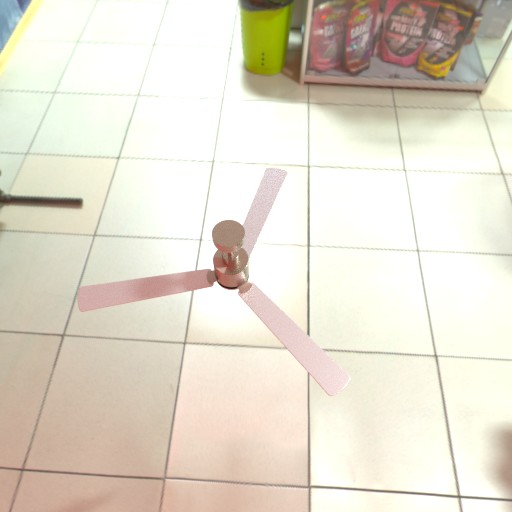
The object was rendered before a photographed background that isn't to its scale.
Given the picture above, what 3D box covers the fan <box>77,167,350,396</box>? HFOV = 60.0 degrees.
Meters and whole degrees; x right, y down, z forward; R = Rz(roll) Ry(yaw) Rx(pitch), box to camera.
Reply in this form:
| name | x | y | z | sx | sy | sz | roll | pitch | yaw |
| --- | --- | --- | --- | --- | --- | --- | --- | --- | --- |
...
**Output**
| name | x | y | z | sx | sy | sz | roll | pitch | yaw |
| --- | --- | --- | --- | --- | --- | --- | --- | --- | --- |
| fan | 0.000 | 0.000 | 2.463 | 1.531 | 0.446 | 1.561 | 32 | 63 | 18 |
